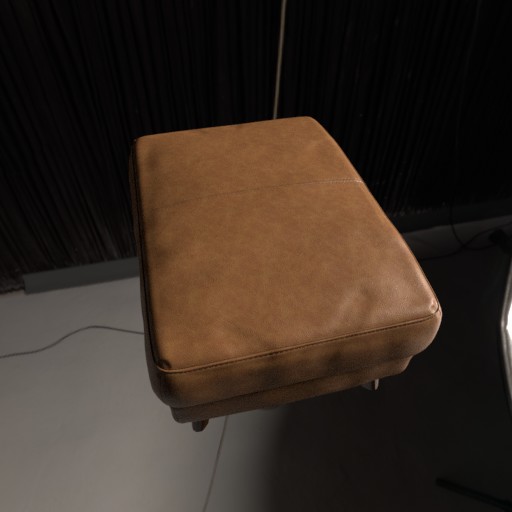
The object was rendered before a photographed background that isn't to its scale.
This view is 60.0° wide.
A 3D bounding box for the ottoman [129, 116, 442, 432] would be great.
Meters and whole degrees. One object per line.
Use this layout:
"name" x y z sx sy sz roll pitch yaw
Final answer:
"ottoman" 0.000 0.000 1.246 0.630 0.461 0.869 -10 47 -10
